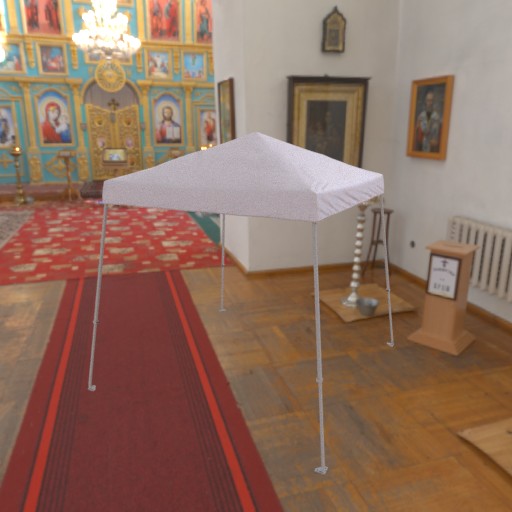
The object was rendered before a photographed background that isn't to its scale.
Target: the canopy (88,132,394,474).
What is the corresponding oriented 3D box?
[{"bbox_3d":[0.000,0.000,5.285,2.849,2.850,2.850,8,16,27],"label":"canopy"}]
